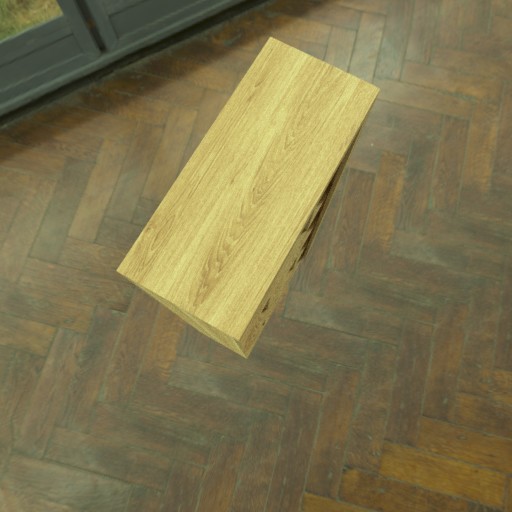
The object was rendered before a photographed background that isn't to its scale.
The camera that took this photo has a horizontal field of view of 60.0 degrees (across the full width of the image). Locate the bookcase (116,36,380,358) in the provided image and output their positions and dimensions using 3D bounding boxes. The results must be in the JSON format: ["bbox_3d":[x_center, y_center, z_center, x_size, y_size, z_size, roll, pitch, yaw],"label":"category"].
[{"bbox_3d":[0.000,0.000,2.374,0.420,2.020,0.950,29,77,7],"label":"bookcase"}]
